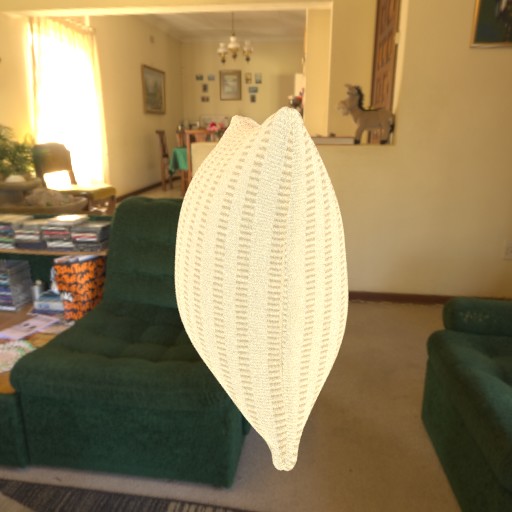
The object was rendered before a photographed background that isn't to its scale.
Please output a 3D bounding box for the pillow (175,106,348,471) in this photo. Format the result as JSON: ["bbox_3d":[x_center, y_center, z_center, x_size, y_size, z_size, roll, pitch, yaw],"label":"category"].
[{"bbox_3d":[0.000,0.000,0.676,0.247,0.419,0.438,-3,17,-9],"label":"pillow"}]
